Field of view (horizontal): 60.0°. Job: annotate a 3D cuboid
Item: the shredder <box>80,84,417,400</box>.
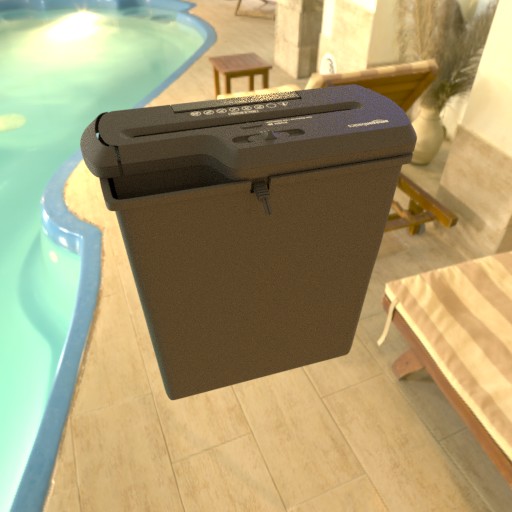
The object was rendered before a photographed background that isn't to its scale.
[{"bbox_3d":[0.000,0.000,0.518,0.320,0.335,0.170,-11,41,-13],"label":"shredder"}]
